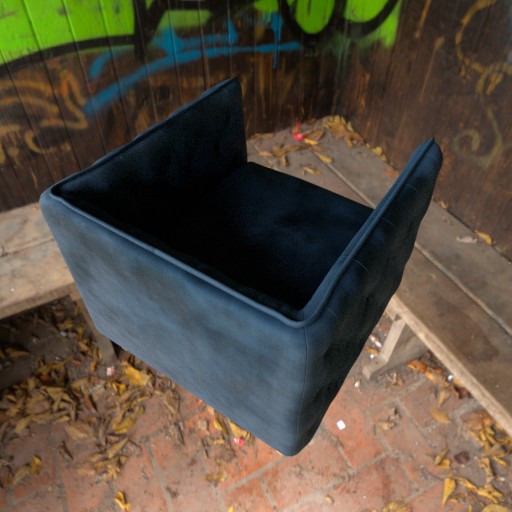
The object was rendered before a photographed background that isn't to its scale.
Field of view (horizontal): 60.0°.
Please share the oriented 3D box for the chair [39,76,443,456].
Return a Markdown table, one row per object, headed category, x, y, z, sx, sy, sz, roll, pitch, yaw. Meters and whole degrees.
| category | x | y | z | sx | sy | sz | roll | pitch | yaw |
| --- | --- | --- | --- | --- | --- | --- | --- | --- | --- |
| chair | 0.000 | 0.000 | 1.508 | 0.868 | 0.771 | 0.877 | 26 | 52 | 22 |
